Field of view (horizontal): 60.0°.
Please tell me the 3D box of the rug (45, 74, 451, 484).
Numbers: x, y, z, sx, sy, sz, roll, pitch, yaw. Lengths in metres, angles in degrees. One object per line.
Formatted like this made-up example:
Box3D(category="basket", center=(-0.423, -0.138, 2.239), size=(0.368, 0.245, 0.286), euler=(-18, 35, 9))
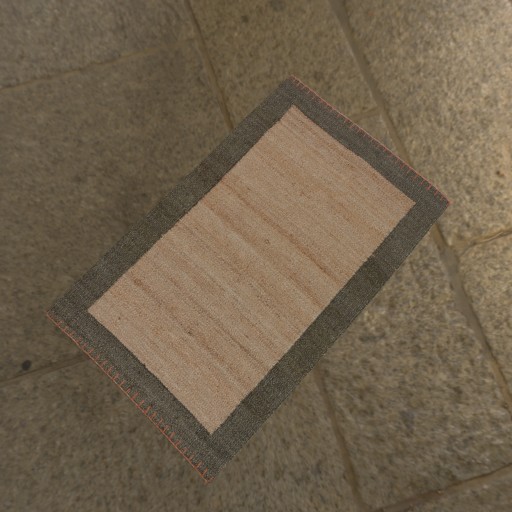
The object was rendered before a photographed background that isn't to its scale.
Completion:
Box3D(category="rug", center=(0.000, 0.000, 2.970), size=(1.521, 0.006, 2.435), euler=(42, 80, 9))
